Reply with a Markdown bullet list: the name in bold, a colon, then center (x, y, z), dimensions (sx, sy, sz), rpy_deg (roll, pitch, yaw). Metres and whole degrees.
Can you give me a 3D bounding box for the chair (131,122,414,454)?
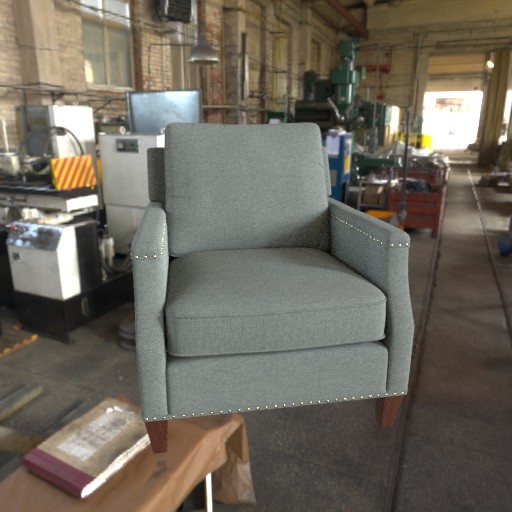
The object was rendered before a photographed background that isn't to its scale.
- **chair**: center (0.000, 0.000, 1.776), dimensions (0.885, 1.031, 1.031), rpy_deg (-3, 16, -9)
